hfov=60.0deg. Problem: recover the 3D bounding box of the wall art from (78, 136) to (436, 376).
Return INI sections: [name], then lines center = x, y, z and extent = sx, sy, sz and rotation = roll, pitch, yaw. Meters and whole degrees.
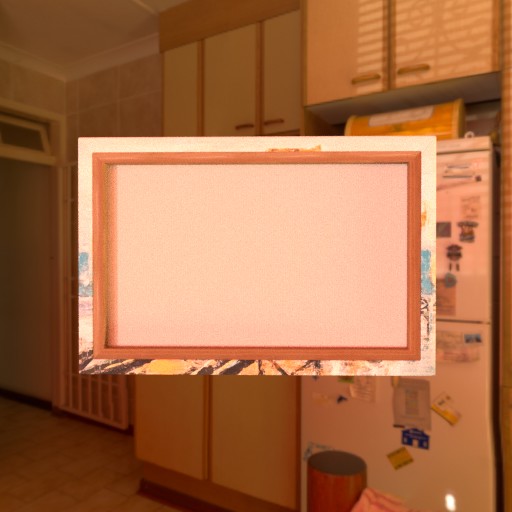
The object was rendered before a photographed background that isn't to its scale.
[wall art]
center = 0.000, 0.000, 1.149
extent = 0.913, 0.609, 0.038
rotation = 0, 1, 1
